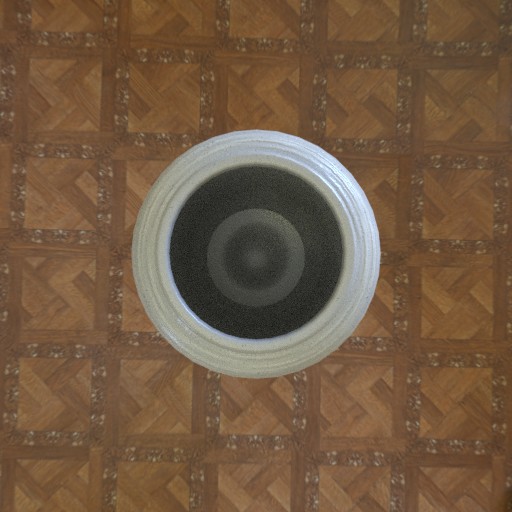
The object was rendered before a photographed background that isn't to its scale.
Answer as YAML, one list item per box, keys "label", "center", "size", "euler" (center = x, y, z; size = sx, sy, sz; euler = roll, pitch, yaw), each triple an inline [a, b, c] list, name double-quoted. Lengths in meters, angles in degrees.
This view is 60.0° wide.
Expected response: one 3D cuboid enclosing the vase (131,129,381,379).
- label: "vase"
  center: [0.000, 0.000, 0.467]
  size: [0.202, 0.335, 0.202]
  euler: [0, 89, 0]
